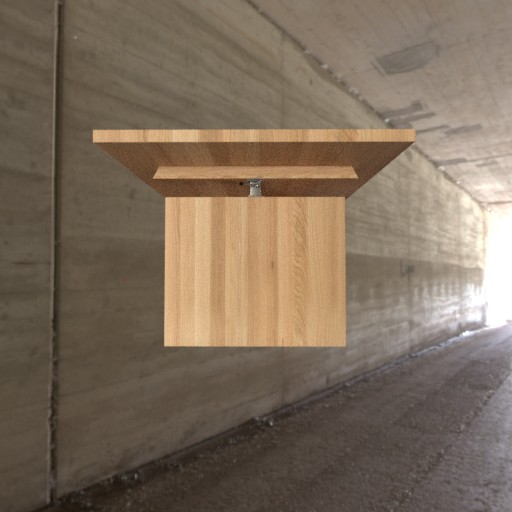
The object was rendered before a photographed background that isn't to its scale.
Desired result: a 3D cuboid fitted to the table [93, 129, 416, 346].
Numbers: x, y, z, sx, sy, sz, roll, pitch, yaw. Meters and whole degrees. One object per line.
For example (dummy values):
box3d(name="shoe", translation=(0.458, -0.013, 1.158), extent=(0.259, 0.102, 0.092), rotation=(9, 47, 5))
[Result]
box3d(name="table", translation=(0.000, 0.000, 1.501), extent=(0.700, 0.510, 1.100), rotation=(0, -2, 0))
